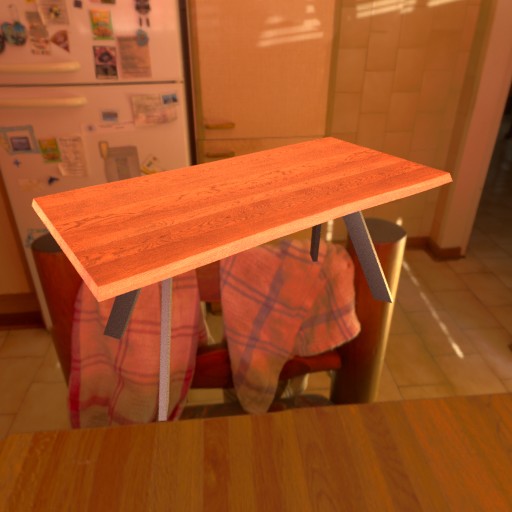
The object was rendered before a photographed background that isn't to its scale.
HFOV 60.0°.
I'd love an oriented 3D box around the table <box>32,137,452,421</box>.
[{"bbox_3d":[0.000,0.000,2.272,1.800,0.770,0.900,-19,35,-30],"label":"table"}]
